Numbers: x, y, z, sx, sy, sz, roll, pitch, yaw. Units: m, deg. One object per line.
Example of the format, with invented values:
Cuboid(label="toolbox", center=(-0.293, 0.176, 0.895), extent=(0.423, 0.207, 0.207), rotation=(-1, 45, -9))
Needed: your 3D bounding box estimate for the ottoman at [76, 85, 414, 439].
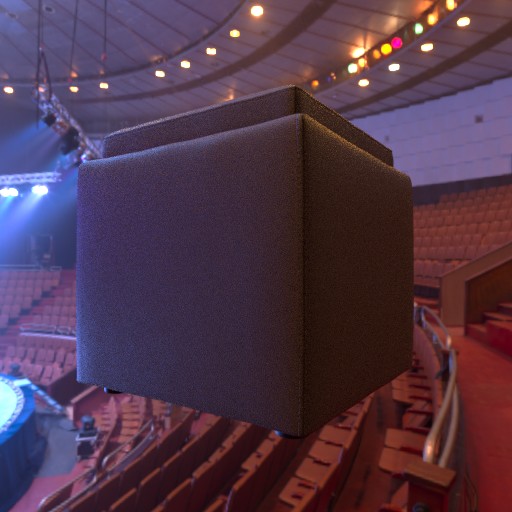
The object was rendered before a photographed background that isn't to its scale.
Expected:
Cuboid(label="ottoman", center=(0.000, 0.000, 0.800), extent=(0.451, 0.460, 0.450), rotation=(-1, -2, 35))
